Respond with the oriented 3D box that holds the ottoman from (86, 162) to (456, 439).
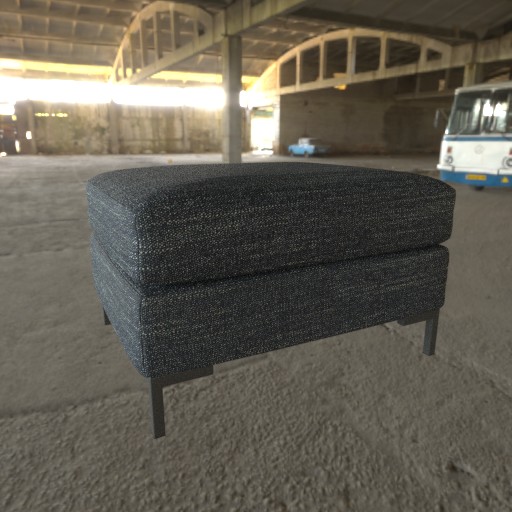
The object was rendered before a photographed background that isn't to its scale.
[{"bbox_3d":[0.000,0.000,1.231,0.814,0.491,0.667,-8,17,-26],"label":"ottoman"}]
